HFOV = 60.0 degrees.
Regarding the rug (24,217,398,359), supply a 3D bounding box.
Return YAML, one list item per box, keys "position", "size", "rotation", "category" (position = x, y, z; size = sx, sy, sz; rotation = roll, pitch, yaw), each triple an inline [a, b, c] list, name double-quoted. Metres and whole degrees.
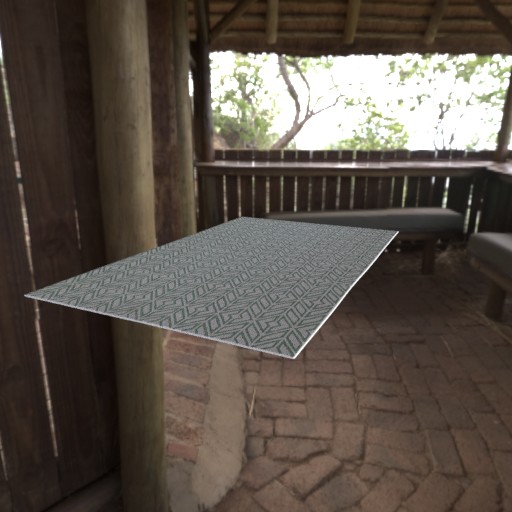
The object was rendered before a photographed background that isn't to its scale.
- position: [0.000, 0.000, 3.051]
  size: [1.517, 0.011, 2.435]
  rotation: [8, 17, 25]
  category: "rug"
